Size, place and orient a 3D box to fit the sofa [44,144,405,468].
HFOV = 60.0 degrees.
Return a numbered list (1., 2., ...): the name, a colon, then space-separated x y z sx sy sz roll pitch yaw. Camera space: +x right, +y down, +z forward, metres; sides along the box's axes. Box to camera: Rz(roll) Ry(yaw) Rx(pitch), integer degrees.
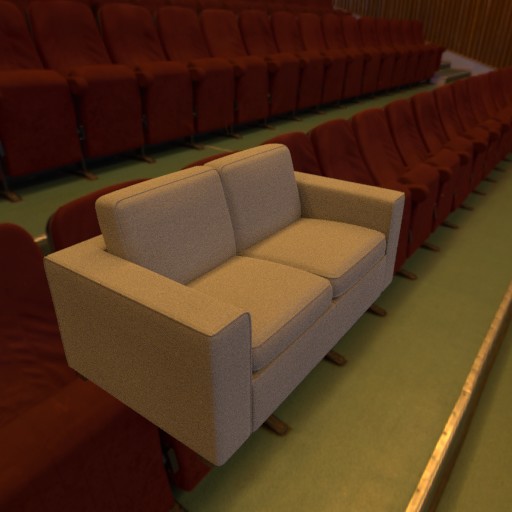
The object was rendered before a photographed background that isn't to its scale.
1. sofa: 0.000 0.000 2.427 1.007 0.924 1.812 18 32 32
